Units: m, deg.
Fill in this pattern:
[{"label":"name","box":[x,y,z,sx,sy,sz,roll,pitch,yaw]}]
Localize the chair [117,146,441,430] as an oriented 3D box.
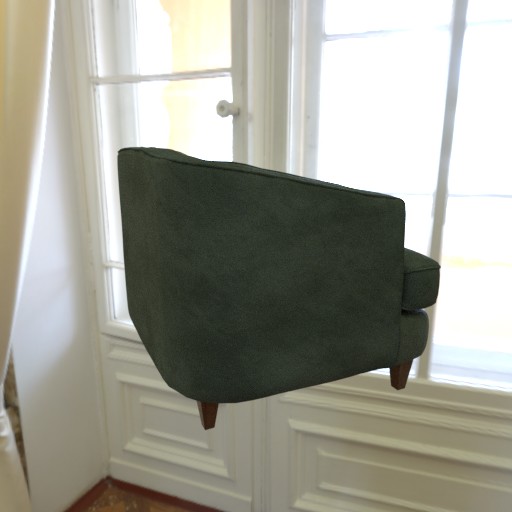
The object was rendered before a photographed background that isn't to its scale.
[{"label":"chair","box":[0.000,0.000,1.777,0.941,0.852,1.104,-7,16,-25]}]
